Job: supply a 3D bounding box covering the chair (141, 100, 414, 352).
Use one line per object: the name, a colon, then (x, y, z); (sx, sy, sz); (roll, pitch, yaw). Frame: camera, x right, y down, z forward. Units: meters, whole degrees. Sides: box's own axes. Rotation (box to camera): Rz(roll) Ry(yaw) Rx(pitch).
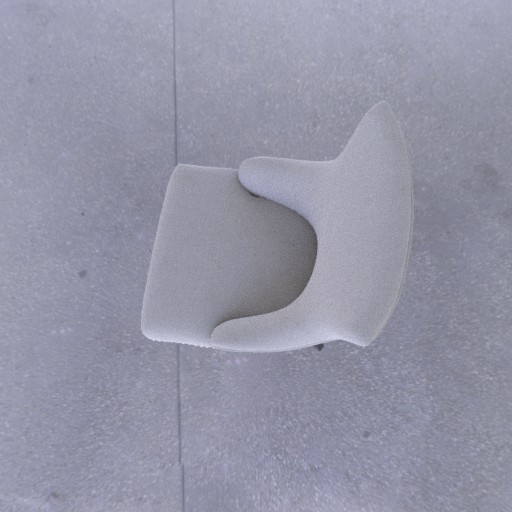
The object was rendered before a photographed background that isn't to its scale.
chair: (0.000, 0.000, 1.299); (0.629, 0.909, 0.566); (8, 75, 2)
